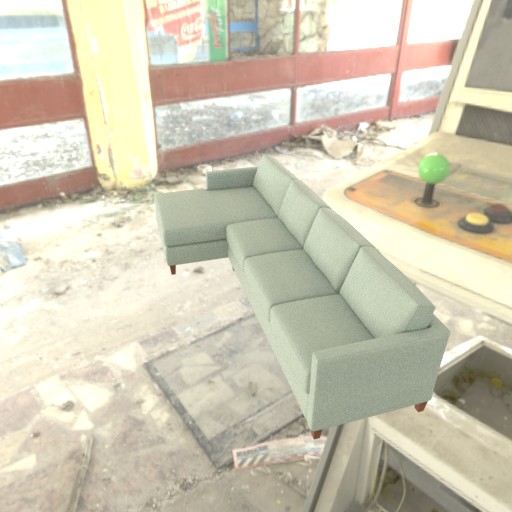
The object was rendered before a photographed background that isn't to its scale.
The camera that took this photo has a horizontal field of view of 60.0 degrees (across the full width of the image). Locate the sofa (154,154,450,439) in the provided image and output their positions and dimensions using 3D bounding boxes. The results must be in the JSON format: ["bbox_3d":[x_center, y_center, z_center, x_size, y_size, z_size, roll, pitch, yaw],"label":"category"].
[{"bbox_3d":[0.000,0.000,4.161,1.600,0.953,3.470,-8,31,-14],"label":"sofa"}]
